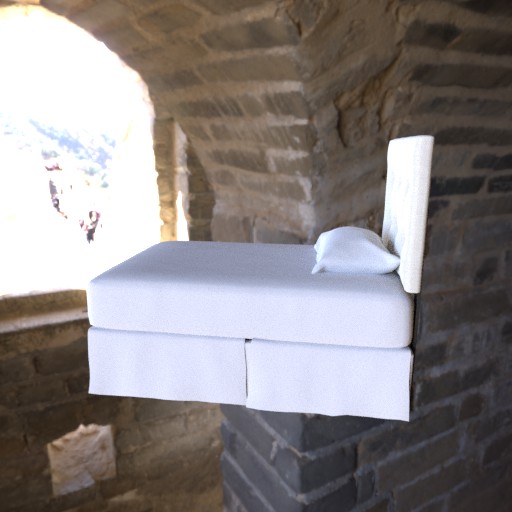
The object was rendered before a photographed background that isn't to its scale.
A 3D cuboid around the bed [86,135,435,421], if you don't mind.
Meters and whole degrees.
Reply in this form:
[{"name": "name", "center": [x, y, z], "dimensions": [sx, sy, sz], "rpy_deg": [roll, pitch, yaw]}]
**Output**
[{"name": "bed", "center": [0.000, 0.000, 3.046], "dimensions": [1.997, 1.571, 1.261], "rpy_deg": [2, 14, 9]}]
